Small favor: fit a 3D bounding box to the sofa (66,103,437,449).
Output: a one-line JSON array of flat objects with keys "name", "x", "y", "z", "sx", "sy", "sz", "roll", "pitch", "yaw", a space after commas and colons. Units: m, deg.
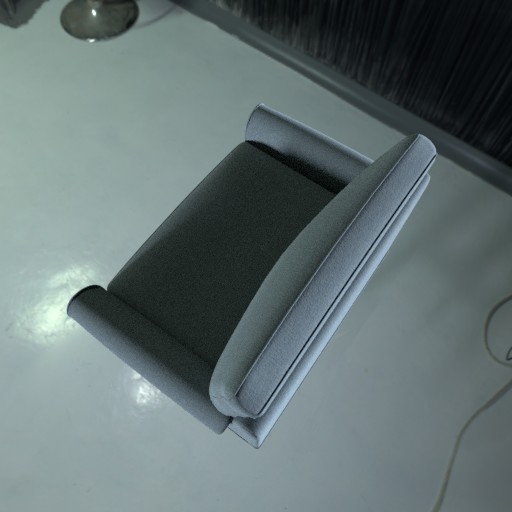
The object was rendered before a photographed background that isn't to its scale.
[{"name": "sofa", "x": 0.000, "y": 0.000, "z": 2.016, "sx": 0.940, "sy": 0.953, "sz": 1.410, "roll": 33, "pitch": 68, "yaw": 15}]
